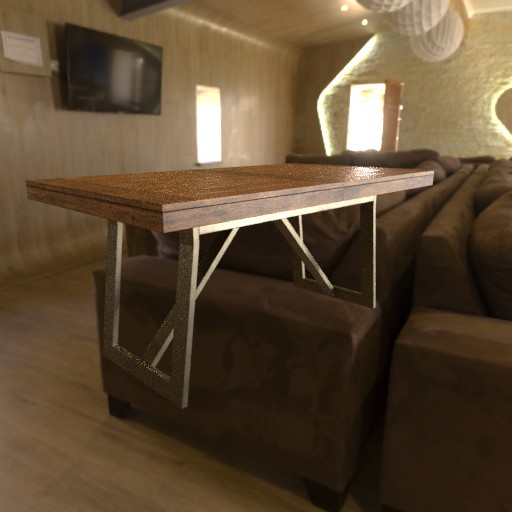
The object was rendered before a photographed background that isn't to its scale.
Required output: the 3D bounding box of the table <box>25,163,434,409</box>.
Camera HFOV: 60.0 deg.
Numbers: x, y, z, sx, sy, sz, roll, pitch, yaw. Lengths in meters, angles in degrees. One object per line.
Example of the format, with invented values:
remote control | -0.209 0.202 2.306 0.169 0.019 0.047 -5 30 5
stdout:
table | 0.000 0.000 2.094 0.931 0.757 1.641 14 20 42
